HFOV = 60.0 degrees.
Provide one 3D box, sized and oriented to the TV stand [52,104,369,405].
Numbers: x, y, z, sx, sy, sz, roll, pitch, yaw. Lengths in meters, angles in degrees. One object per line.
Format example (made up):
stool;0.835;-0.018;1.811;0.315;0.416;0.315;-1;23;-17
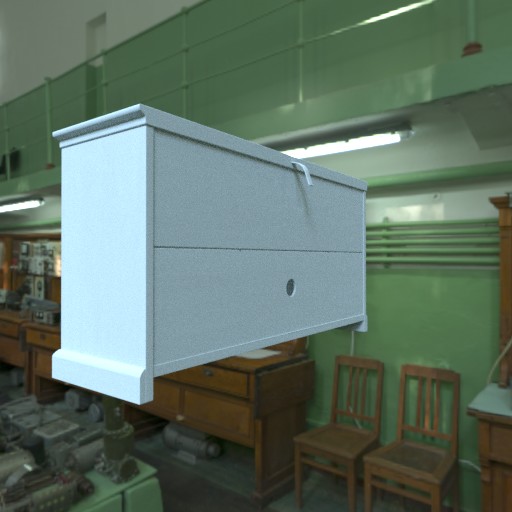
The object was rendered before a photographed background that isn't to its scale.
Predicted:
TV stand;0.000;0.000;1.475;0.424;0.624;1.187;0;0;37
